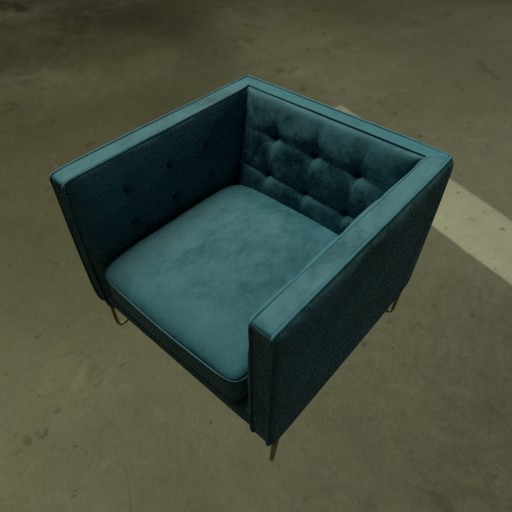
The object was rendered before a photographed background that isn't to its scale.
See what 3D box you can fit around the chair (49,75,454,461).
[{"bbox_3d":[0.000,0.000,1.581,0.880,0.790,0.894,32,54,27],"label":"chair"}]
